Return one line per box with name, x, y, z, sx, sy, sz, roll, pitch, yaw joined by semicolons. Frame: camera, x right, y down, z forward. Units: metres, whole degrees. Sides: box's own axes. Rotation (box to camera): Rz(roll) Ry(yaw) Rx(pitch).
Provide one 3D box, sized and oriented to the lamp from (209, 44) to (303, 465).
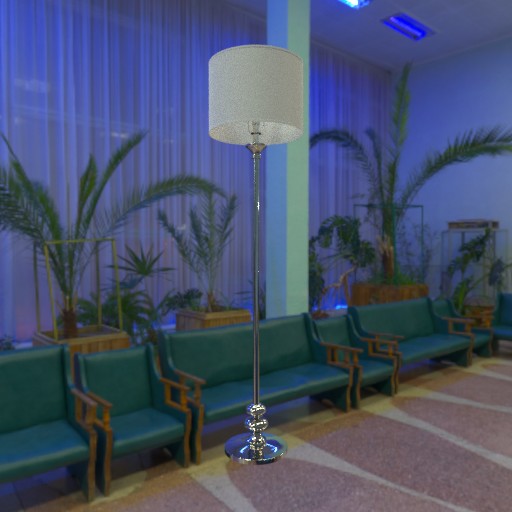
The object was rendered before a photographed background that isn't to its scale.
lamp;0.000;0.000;1.688;0.356;1.487;0.356;-1;1;-36
